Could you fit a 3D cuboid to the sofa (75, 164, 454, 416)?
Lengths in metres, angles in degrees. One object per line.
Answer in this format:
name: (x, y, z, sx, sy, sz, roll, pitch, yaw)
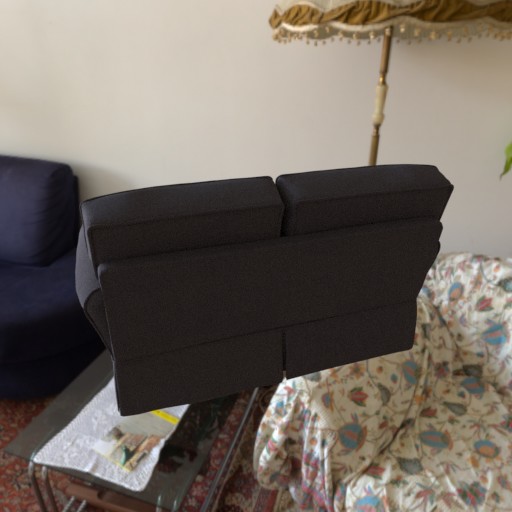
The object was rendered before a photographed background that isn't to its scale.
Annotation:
sofa: (0.000, 0.000, 2.402, 1.801, 1.059, 0.997, -8, 27, -17)
